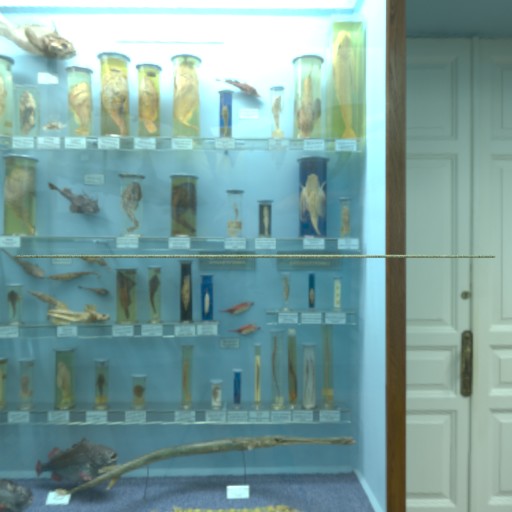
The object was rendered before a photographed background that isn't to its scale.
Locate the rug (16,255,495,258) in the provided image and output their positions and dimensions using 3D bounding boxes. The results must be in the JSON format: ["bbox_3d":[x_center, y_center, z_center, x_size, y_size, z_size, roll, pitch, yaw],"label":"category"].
[{"bbox_3d":[0.000,0.000,4.161,3.198,0.016,2.425,0,0,0],"label":"rug"}]
